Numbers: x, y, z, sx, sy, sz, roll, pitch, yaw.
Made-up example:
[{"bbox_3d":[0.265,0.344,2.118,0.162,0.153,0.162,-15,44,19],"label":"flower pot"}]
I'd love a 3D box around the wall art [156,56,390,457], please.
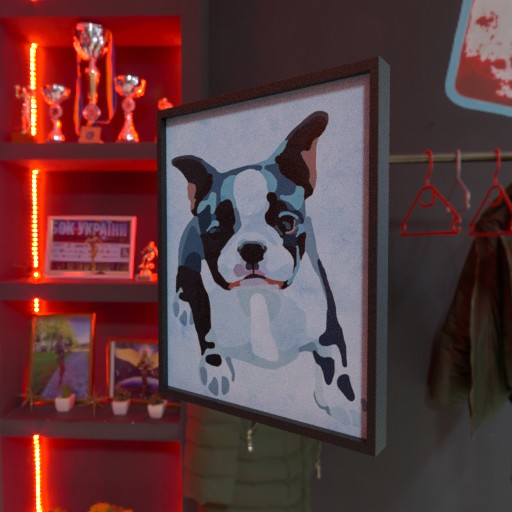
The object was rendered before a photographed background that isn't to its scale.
[{"bbox_3d":[0.000,0.000,0.504,0.294,0.369,0.030,1,2,35],"label":"wall art"}]
